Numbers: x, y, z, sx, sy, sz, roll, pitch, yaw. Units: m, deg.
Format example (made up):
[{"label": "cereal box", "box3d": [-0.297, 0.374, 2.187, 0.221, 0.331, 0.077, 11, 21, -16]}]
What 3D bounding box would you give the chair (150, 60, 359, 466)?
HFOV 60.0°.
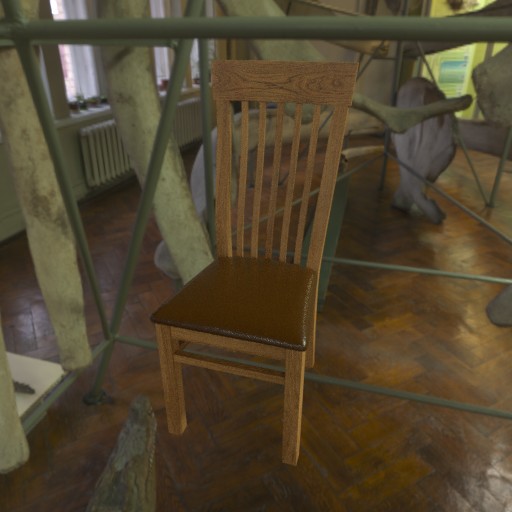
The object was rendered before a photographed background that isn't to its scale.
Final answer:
[{"label": "chair", "box3d": [0.000, 0.000, 1.338, 0.450, 1.050, 0.580, 8, 28, 15]}]
